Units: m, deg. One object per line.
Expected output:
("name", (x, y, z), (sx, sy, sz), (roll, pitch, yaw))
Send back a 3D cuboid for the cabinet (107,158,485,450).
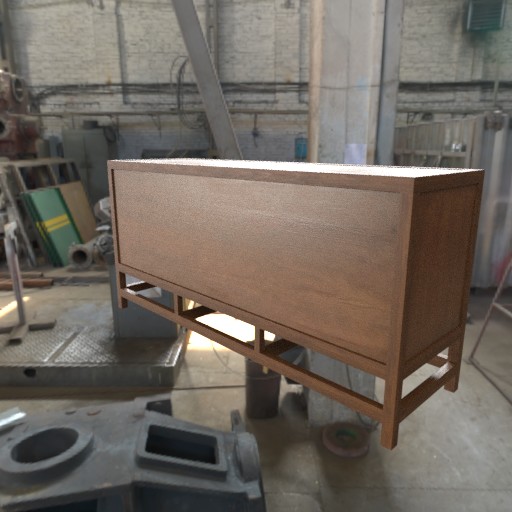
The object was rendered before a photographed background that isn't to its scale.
("cabinet", (0.000, 0.000, 2.014), (0.522, 0.820, 1.708), (-13, 19, -43))
